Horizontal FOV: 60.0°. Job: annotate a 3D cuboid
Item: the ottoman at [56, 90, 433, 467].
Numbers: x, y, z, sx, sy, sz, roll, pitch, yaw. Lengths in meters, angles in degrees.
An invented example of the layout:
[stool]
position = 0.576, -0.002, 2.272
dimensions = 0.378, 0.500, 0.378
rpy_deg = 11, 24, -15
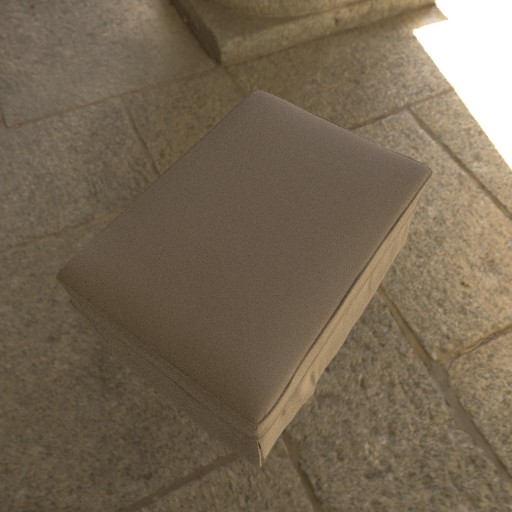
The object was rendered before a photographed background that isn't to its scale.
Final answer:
[ottoman]
position = 0.000, 0.000, 1.373
dimensions = 0.721, 0.482, 0.959
rpy_deg = 31, 64, 18
